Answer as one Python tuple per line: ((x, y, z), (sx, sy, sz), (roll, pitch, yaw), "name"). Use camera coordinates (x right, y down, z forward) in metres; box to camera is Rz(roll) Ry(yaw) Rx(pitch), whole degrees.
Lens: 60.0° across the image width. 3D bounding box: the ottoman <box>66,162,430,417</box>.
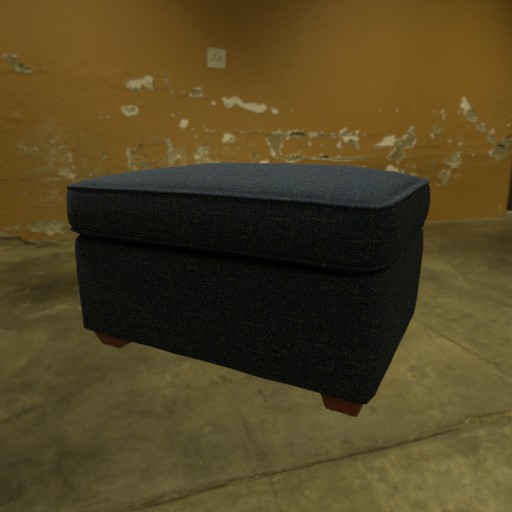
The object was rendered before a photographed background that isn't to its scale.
((0.000, 0.000, 1.110), (0.749, 0.450, 0.549), (8, 17, 27), "ottoman")
